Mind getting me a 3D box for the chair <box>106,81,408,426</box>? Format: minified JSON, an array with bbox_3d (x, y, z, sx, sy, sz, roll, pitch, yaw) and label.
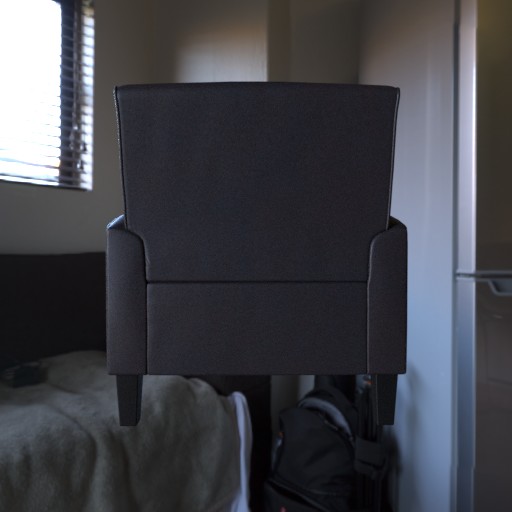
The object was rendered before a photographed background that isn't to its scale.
[{"bbox_3d":[0.000,0.000,1.536,0.820,0.916,0.819,0,1,-1],"label":"chair"}]
